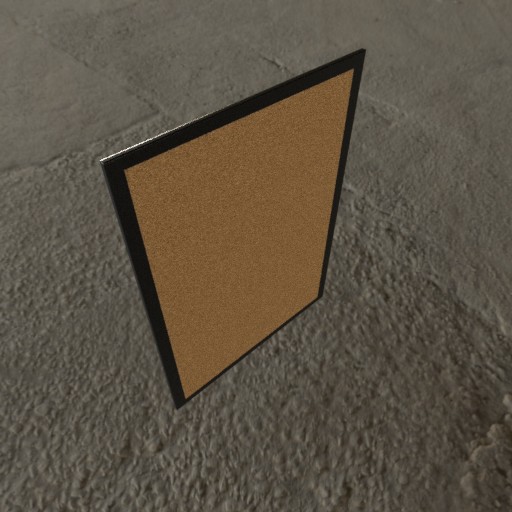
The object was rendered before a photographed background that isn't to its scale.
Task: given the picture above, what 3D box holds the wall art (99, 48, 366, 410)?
[{"bbox_3d":[0.000,0.000,1.268,0.707,0.967,0.013,-33,55,-27],"label":"wall art"}]
